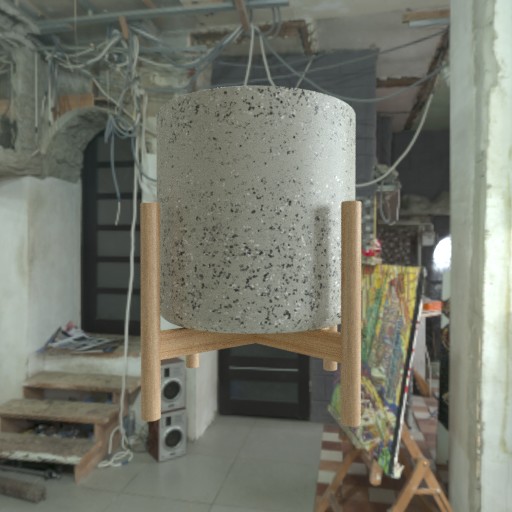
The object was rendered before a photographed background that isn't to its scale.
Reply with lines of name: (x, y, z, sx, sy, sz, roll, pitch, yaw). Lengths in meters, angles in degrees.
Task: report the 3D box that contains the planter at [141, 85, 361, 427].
planter: (0.000, 0.000, 0.694, 0.360, 0.419, 0.360, 0, 1, -19)
